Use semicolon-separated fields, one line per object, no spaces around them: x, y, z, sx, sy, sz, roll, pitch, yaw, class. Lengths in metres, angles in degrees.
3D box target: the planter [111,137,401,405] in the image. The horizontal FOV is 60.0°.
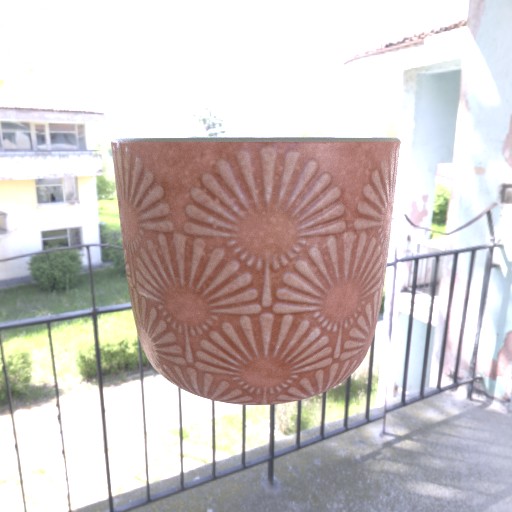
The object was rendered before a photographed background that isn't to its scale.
0.000;0.000;0.212;0.124;0.109;0.124;0;15;0;planter
